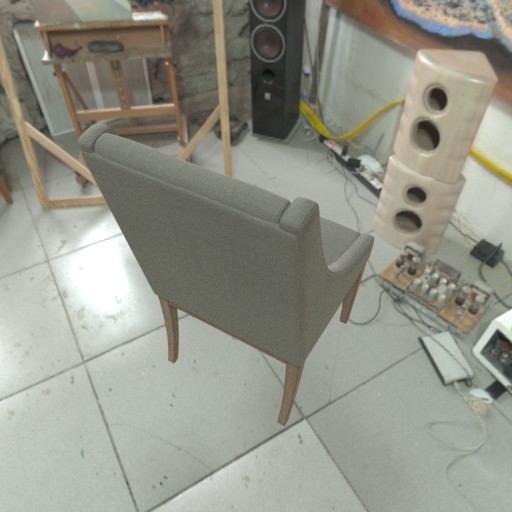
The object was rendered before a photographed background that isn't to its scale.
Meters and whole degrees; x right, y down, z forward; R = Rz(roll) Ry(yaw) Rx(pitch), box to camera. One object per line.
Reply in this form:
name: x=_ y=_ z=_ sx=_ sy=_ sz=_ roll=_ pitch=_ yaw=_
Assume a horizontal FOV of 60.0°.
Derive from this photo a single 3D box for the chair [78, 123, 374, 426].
chair: x=0.000 y=0.000 z=1.378 sx=0.575 sy=1.021 sz=0.611 roll=23 pitch=52 yaw=20
